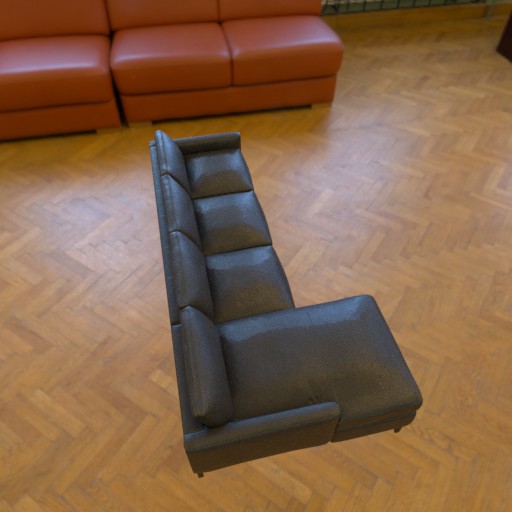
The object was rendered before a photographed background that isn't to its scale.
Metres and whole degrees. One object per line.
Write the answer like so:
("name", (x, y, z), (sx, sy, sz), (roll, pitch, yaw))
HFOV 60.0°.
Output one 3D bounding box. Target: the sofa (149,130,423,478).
("sofa", (0.000, 0.000, 3.615), (1.471, 0.859, 2.993), (-10, 49, -8))
